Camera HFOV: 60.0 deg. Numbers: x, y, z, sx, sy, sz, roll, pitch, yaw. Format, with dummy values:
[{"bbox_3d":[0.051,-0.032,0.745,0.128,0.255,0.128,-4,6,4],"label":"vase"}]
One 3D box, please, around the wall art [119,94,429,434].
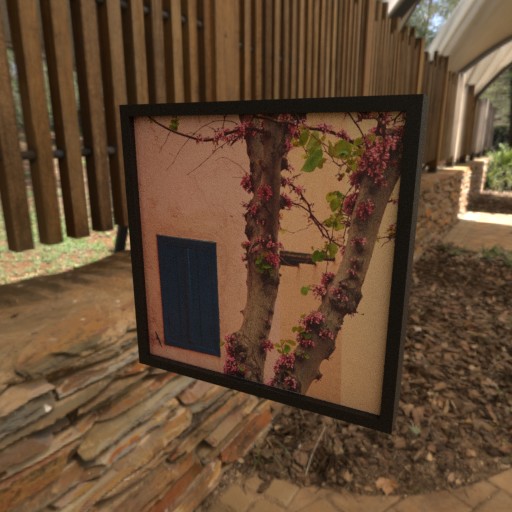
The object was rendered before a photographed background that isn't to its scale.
[{"bbox_3d":[0.000,0.000,0.460,0.305,0.304,0.038,8,17,25],"label":"wall art"}]
